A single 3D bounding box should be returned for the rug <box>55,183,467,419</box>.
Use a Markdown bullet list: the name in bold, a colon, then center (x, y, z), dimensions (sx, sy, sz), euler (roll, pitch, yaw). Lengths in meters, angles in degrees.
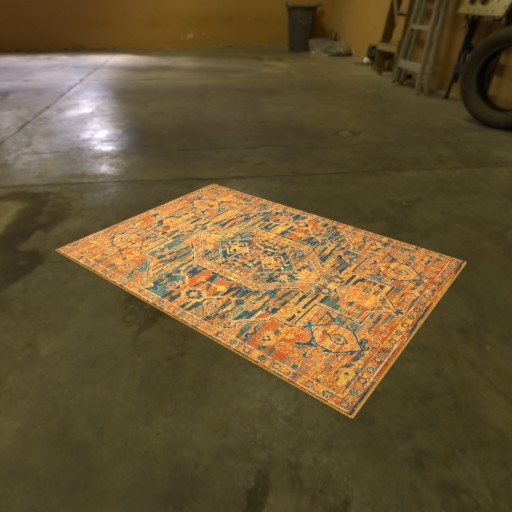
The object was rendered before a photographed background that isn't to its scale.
- **rug**: center (0.000, 0.000, 3.817), dimensions (2.916, 0.019, 2.043), euler (22, 37, 32)
